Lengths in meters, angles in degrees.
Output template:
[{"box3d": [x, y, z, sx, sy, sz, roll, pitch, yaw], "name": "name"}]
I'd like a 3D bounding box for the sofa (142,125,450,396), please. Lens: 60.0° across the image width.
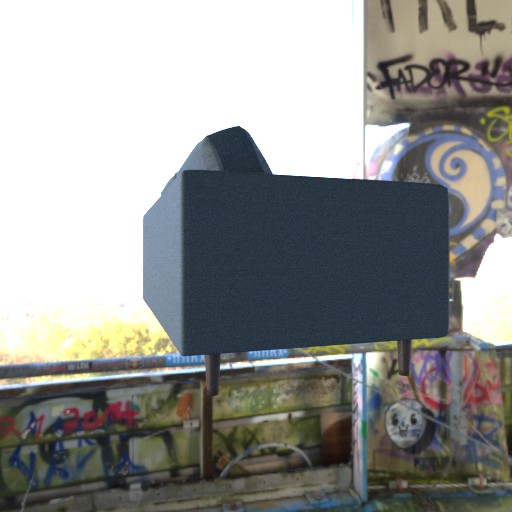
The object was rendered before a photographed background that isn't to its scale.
[{"box3d": [0.000, 0.000, 2.227, 0.999, 0.907, 1.659, 0, 1, -18], "name": "sofa"}]
